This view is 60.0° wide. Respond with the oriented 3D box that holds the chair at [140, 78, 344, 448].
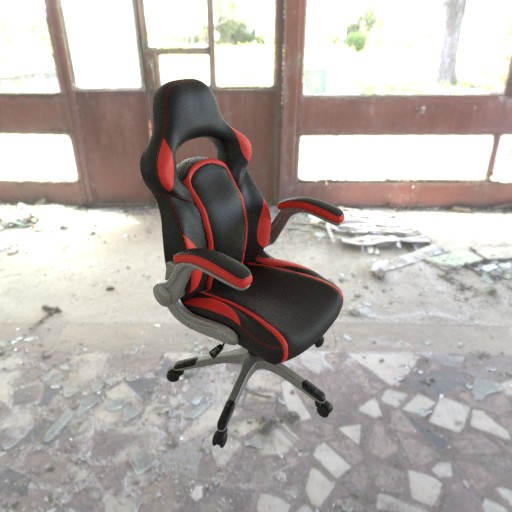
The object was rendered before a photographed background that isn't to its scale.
[{"bbox_3d":[0.000,0.000,1.613,0.712,1.165,0.758,19,33,32],"label":"chair"}]
